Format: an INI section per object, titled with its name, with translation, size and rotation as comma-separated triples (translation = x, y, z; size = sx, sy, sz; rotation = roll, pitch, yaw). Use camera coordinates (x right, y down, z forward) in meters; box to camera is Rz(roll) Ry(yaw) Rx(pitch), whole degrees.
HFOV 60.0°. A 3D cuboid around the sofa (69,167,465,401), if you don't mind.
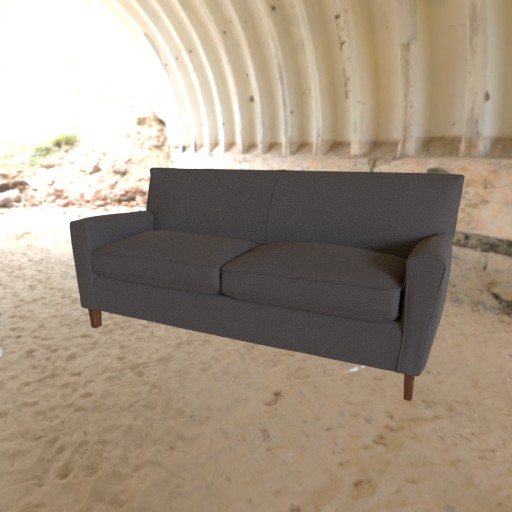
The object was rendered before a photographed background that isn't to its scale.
[sofa]
translation = 0.000, 0.000, 2.453
size = 2.002, 0.907, 0.843
rotation = 7, 15, 25
